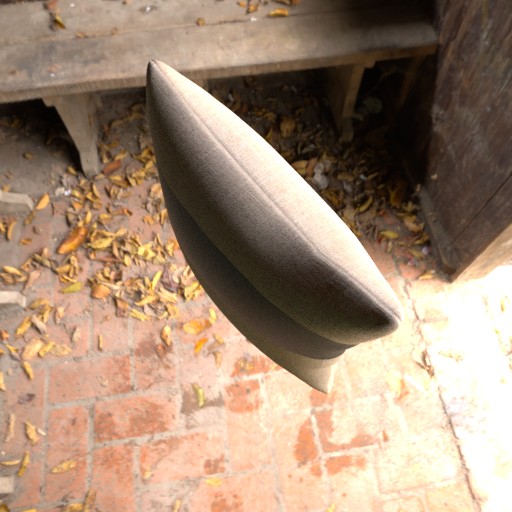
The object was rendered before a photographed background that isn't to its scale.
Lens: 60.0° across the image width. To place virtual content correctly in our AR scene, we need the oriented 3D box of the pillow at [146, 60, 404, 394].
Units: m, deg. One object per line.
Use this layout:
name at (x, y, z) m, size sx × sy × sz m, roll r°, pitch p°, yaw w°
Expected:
pillow at (0.000, 0.000, 0.633) m, size 0.173 × 0.399 × 0.414 m, roll -35°, pitch 69°, yaw -16°
